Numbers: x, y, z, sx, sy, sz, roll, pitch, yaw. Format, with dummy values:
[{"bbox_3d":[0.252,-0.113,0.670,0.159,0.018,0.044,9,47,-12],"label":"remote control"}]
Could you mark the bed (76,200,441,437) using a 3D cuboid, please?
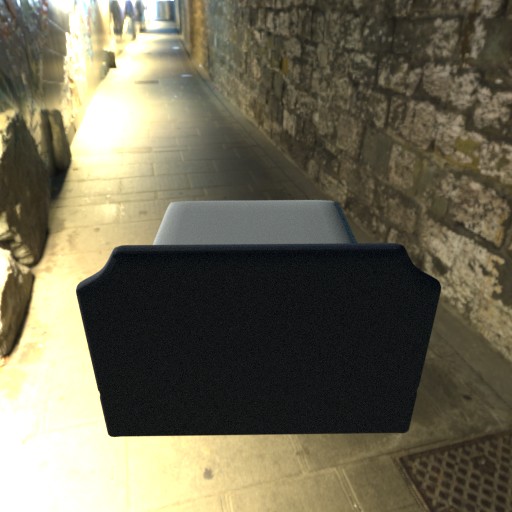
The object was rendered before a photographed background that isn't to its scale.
[{"bbox_3d":[0.000,0.000,3.354,1.831,1.297,2.260,0,29,-1],"label":"bed"}]
